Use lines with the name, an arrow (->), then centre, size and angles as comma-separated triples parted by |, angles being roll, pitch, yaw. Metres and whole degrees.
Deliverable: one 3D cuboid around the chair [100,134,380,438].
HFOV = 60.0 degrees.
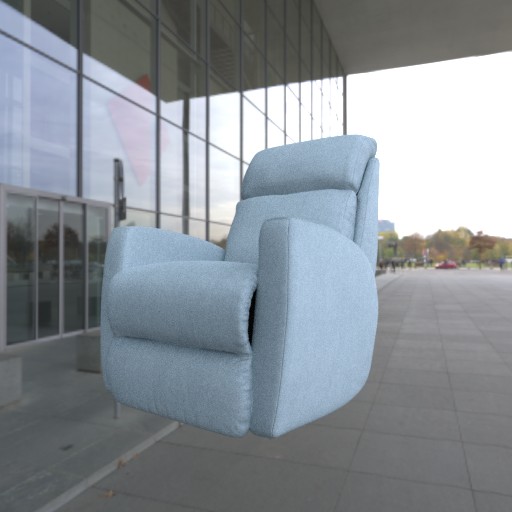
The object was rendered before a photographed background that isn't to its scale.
chair -> 0.000, 0.000, 1.665 | 0.812, 1.013, 0.940 | 0, -1, 36
